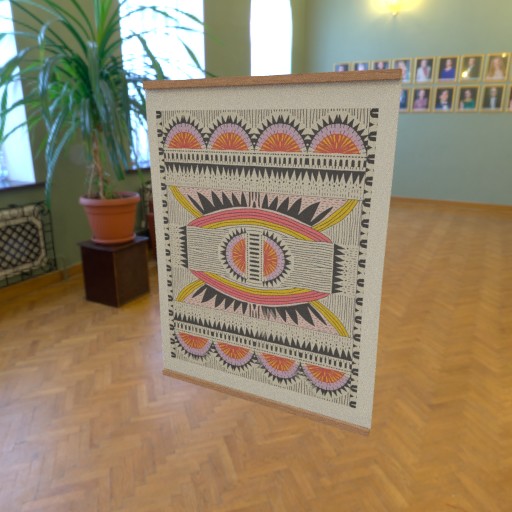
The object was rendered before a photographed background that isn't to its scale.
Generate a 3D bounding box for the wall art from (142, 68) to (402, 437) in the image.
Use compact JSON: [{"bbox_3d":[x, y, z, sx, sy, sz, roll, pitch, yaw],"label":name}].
[{"bbox_3d":[0.000,0.000,1.345,0.765,1.016,0.028,8,19,25],"label":"wall art"}]
